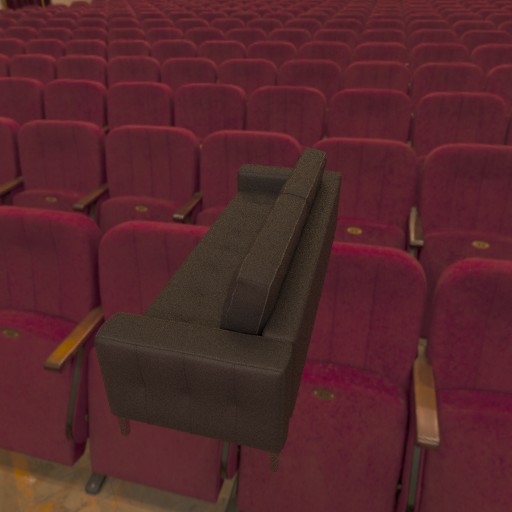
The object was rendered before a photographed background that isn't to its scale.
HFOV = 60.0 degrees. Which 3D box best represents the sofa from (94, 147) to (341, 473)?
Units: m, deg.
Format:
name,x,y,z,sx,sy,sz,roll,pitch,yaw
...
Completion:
name,x,y,z,sx,sy,sz,roll,pitch,yaw
sofa,0.000,0.000,2.758,0.833,0.893,2.275,8,31,13
